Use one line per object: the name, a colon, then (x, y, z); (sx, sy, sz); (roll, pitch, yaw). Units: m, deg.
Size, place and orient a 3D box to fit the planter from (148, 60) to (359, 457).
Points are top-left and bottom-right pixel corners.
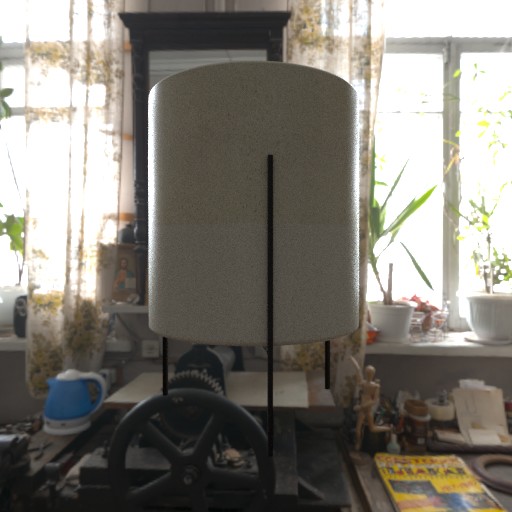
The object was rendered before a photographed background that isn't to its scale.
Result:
planter: (0.000, 0.000, 0.705); (0.333, 0.483, 0.324); (0, 0, -37)
